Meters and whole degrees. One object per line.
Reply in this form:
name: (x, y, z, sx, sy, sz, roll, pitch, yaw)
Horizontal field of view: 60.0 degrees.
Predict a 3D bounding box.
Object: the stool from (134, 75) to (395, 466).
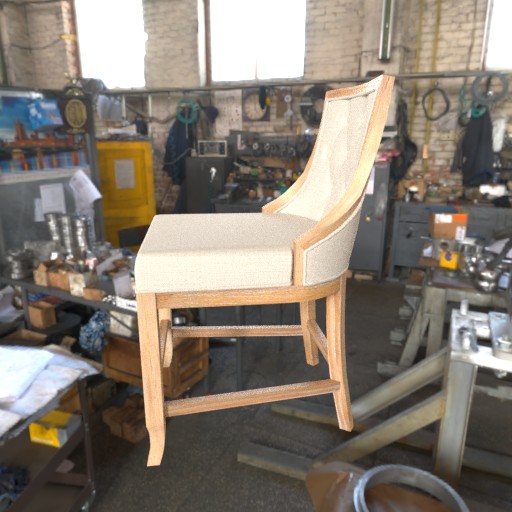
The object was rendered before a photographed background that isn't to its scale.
stool: (0.000, 0.000, 1.282, 0.626, 0.938, 0.524, -2, 16, -8)
